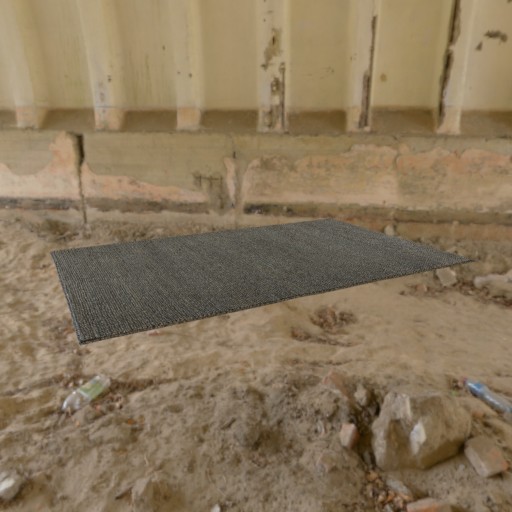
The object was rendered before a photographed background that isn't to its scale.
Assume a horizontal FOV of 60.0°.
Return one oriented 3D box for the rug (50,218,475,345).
[{"bbox_3d":[0.000,0.000,2.997,2.443,0.021,1.538,-9,19,-27],"label":"rug"}]
